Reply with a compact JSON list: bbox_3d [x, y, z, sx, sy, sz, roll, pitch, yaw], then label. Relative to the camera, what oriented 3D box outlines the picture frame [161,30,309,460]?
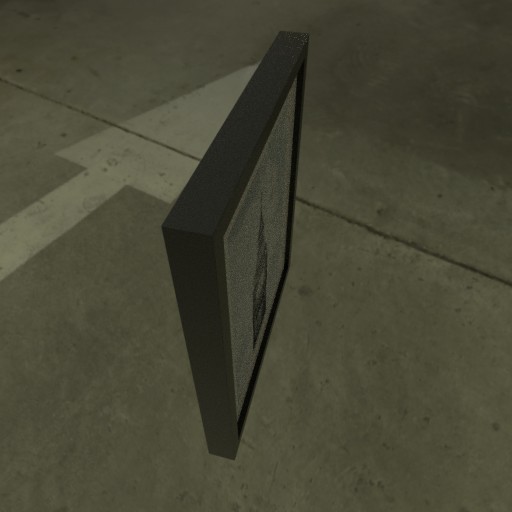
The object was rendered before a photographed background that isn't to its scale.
[{"bbox_3d":[0.000,0.000,0.513,0.034,0.378,0.328,11,47,10],"label":"picture frame"}]
